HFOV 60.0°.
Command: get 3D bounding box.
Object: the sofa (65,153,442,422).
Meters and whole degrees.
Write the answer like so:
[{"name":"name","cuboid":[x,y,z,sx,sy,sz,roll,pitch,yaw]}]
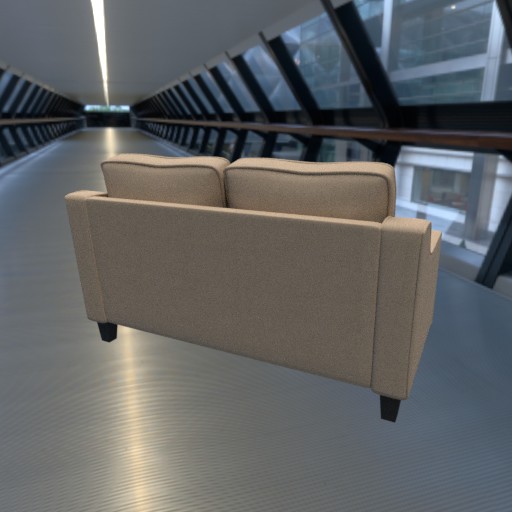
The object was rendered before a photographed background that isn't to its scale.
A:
[{"name":"sofa","cuboid":[0.000,0.000,3.483,2.587,1.562,1.351,8,18,26]}]
